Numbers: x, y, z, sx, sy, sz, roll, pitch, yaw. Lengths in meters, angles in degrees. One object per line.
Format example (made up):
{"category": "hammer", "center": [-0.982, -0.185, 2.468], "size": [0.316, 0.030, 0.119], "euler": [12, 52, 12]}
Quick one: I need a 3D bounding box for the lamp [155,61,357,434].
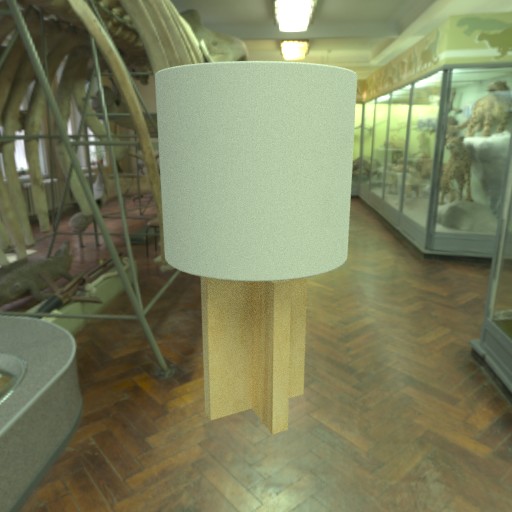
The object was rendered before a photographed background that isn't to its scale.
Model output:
{"category": "lamp", "center": [0.000, 0.000, 0.567], "size": [0.229, 0.428, 0.229], "euler": [-7, 17, -25]}
